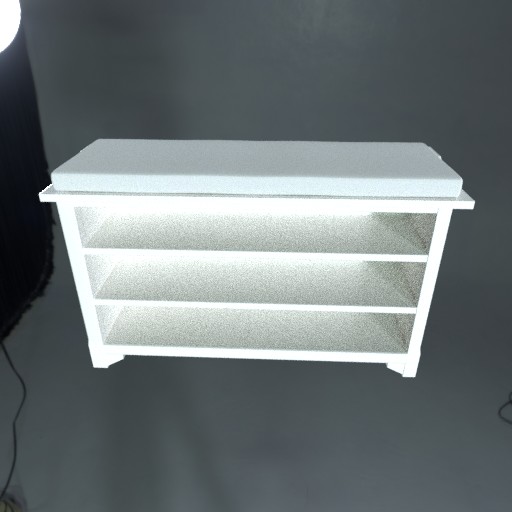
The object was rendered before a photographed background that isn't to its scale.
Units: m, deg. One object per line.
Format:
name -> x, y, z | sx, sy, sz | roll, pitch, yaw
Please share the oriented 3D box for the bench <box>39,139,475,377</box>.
bench -> 0.000, 0.000, 1.272 | 0.987, 0.589, 0.346 | 1, 29, 2
